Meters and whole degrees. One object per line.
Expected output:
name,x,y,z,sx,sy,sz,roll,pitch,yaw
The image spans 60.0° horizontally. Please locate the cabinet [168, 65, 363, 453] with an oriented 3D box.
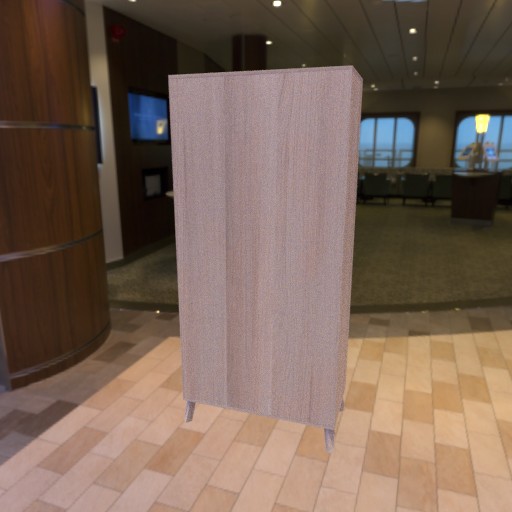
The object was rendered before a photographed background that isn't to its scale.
cabinet,0.000,0.000,2.647,0.969,1.957,1.272,-7,16,-25
